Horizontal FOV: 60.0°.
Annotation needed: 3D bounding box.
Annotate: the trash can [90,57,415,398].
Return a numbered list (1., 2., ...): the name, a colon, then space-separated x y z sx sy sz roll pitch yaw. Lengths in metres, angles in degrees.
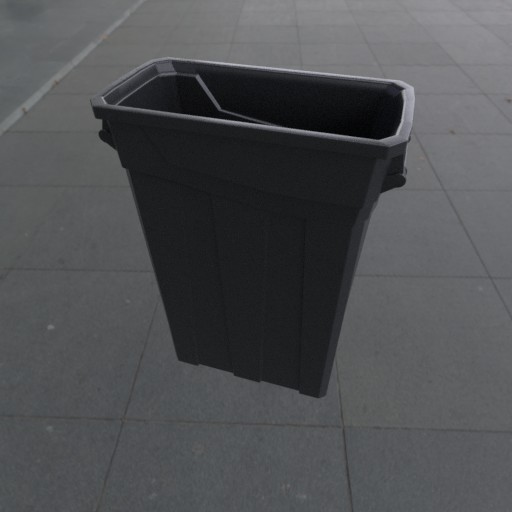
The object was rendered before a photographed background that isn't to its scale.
1. trash can: 0.000 0.000 1.033 0.559 0.762 0.281 11 42 13
